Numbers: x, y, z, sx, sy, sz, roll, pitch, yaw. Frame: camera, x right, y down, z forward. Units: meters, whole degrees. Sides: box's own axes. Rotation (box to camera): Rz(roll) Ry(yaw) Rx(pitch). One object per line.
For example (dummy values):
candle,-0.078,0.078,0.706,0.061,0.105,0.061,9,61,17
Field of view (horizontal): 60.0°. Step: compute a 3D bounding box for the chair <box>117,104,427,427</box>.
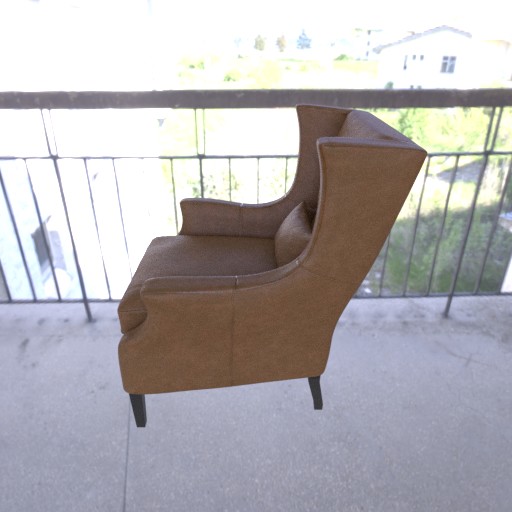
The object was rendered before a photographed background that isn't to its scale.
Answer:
chair,0.000,0.000,1.687,0.925,1.016,0.852,0,26,0
